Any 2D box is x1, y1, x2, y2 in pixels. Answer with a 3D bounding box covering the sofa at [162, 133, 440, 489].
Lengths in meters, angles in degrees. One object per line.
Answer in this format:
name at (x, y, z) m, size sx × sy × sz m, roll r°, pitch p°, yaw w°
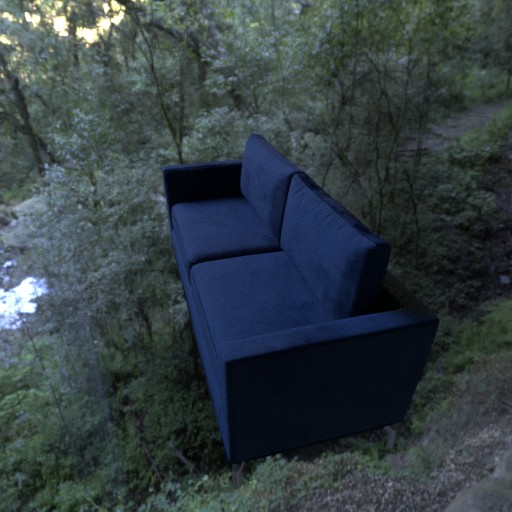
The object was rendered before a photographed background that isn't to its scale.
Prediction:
sofa at (0.000, 0.000, 2.625) m, size 0.853 × 0.998 × 2.212 m, roll -8°, pitch 30°, yaw -14°
